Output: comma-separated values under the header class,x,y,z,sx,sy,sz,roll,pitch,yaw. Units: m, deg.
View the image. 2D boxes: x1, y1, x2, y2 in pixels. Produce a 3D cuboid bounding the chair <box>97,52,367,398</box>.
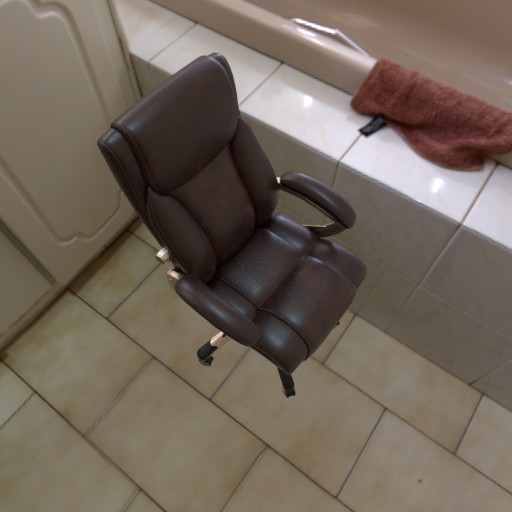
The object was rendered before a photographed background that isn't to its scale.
class,x,y,z,sx,sy,sz,roll,pitch,yaw
chair,0.000,0.000,1.652,0.749,1.194,0.692,35,66,18
